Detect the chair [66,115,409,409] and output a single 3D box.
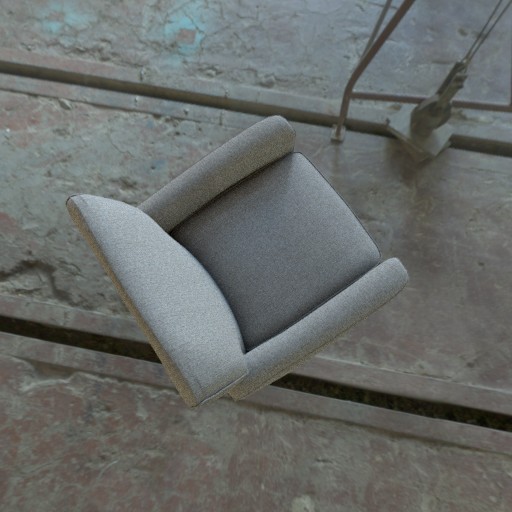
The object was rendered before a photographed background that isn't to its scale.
[{"bbox_3d":[0.000,0.000,1.666,0.864,1.014,0.848,-34,77,-9],"label":"chair"}]
